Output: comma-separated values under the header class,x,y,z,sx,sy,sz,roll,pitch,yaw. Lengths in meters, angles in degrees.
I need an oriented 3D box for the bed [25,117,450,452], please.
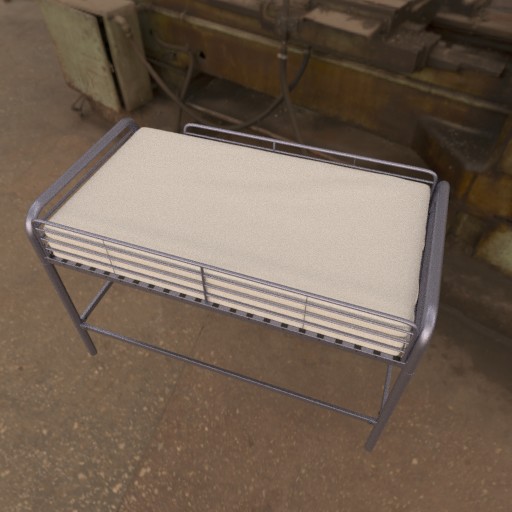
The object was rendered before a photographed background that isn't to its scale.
class,x,y,z,sx,sy,sz,roll,pitch,yaw
bed,0.000,0.000,2.830,1.965,1.288,1.415,15,49,13
